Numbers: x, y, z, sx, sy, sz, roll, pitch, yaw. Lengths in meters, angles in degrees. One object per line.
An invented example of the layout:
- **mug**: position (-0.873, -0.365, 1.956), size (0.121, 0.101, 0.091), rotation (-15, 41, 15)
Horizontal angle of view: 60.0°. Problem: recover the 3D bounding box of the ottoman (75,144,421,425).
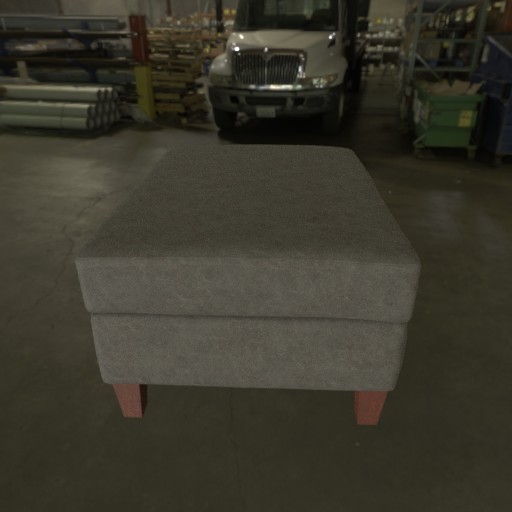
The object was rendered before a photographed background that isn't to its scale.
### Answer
- **ottoman**: position (0.000, 0.000, 1.235), size (0.639, 0.464, 0.839), rotation (1, 27, 2)
